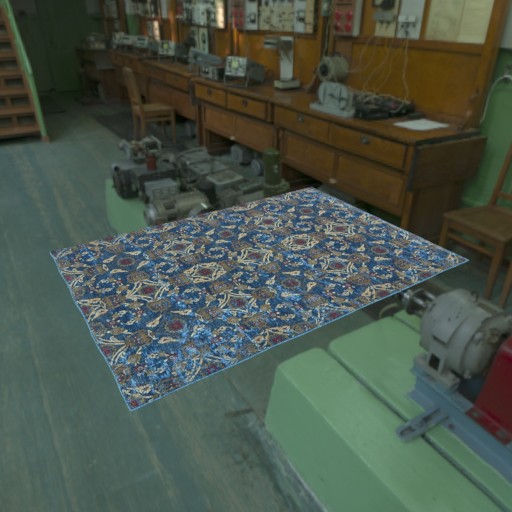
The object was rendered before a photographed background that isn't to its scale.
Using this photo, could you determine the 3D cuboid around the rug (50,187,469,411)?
[{"bbox_3d":[0.000,0.000,4.256,3.291,0.013,2.337,-18,34,-28],"label":"rug"}]
